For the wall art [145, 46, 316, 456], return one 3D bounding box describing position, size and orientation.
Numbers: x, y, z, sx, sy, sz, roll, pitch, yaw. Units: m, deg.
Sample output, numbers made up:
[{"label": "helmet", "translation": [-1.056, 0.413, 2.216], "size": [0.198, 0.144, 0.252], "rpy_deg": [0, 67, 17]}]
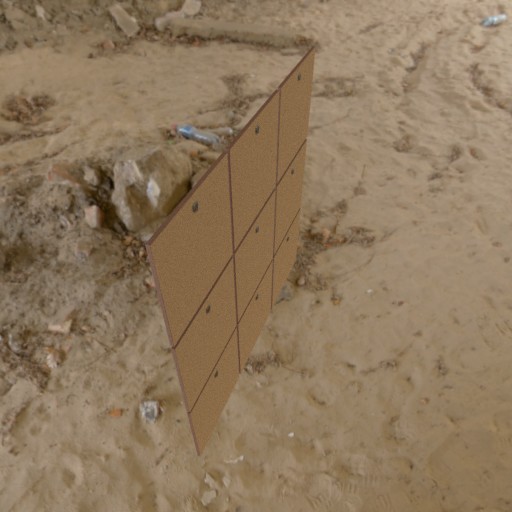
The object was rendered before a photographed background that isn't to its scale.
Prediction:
[{"label": "wall art", "translation": [0.000, 0.000, 1.792], "size": [0.019, 1.218, 1.221], "rpy_deg": [16, 48, 15]}]
